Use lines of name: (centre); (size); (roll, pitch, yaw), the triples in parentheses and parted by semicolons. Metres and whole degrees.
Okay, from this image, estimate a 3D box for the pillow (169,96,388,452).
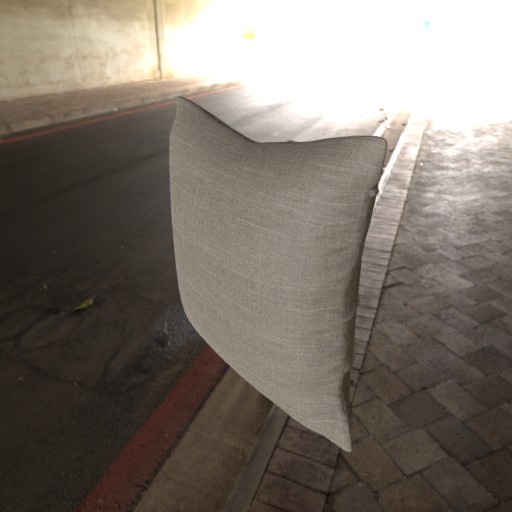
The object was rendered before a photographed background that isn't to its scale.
pillow: (0.000, 0.000, 0.635); (0.169, 0.400, 0.424); (-18, 31, -32)
